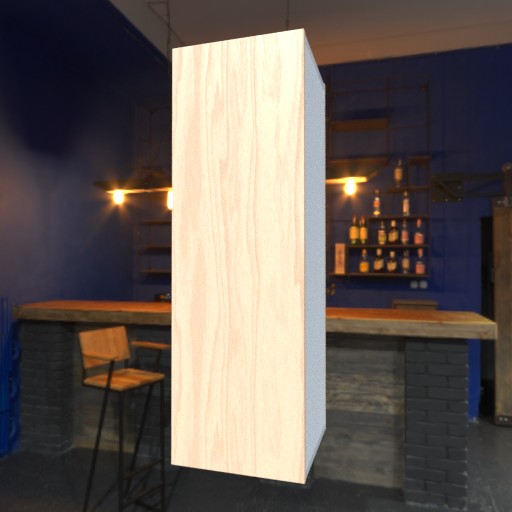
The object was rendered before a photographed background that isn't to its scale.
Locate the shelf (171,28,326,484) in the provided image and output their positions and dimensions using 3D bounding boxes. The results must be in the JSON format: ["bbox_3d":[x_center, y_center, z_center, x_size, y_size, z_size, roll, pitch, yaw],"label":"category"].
[{"bbox_3d":[0.000,0.000,1.061,0.290,0.900,0.300,0,-1,17],"label":"shelf"}]
